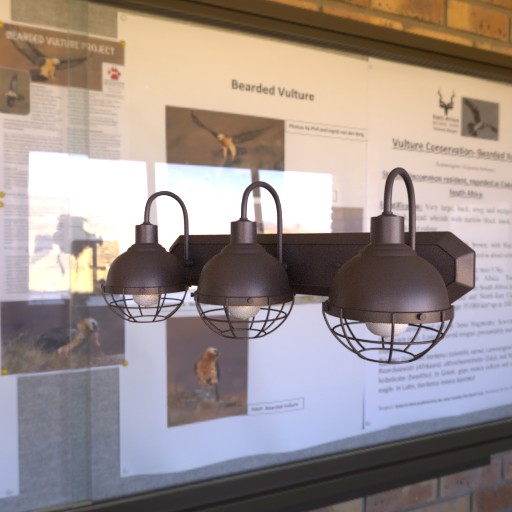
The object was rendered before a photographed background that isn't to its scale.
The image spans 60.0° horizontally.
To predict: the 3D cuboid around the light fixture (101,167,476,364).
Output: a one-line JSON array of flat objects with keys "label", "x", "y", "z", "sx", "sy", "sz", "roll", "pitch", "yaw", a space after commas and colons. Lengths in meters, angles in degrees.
[{"label": "light fixture", "x": 0.000, "y": 0.000, "z": 0.747, "sx": 0.634, "sy": 0.254, "sz": 0.229, "roll": 1, "pitch": 2, "yaw": 36}]
